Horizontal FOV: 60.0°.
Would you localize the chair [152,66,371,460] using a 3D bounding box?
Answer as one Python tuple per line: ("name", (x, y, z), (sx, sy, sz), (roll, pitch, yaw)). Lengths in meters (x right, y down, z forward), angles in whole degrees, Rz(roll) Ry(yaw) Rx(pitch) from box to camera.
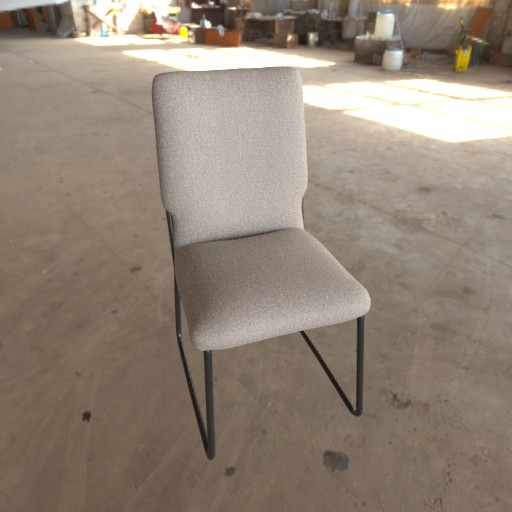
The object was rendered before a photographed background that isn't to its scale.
("chair", (0.000, 0.000, 1.183), (0.448, 0.864, 0.560), (-10, 33, -16))
